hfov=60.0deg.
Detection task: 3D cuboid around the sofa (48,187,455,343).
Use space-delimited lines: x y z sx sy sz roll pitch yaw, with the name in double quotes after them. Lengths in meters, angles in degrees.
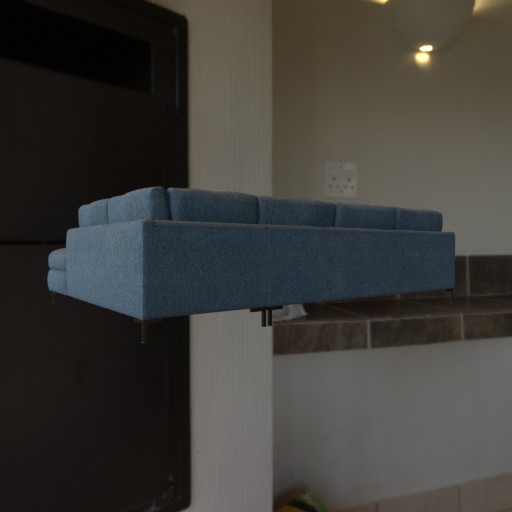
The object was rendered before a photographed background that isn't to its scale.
0.000 0.000 3.834 2.949 0.815 2.007 -1 1 -37 "sofa"
